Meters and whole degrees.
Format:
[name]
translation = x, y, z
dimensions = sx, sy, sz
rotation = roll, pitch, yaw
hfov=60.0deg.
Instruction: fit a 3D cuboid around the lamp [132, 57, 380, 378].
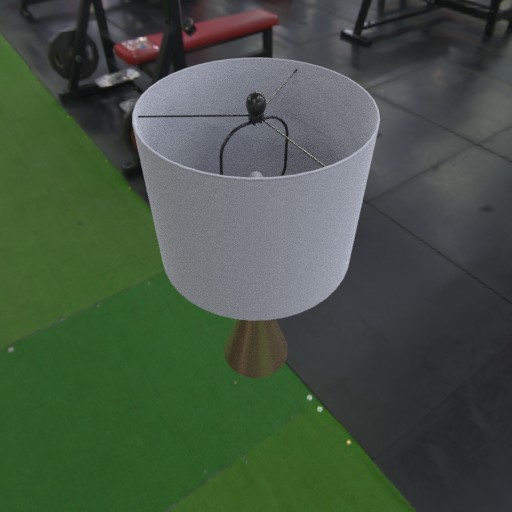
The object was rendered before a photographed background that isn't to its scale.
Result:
[lamp]
translation = 0.000, 0.000, 0.745
dimensions = 0.304, 0.573, 0.304
rotation = -25, 51, -22
